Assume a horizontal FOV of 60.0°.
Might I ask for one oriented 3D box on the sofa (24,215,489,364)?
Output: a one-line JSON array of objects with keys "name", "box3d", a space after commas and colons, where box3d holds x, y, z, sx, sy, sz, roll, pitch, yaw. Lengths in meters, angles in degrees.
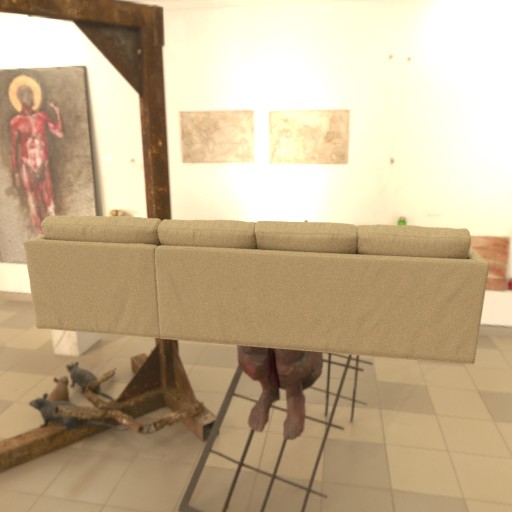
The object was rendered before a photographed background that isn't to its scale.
[{"name": "sofa", "box3d": [0.000, 0.000, 3.780, 3.177, 0.867, 1.622, 3, 16, 10]}]
